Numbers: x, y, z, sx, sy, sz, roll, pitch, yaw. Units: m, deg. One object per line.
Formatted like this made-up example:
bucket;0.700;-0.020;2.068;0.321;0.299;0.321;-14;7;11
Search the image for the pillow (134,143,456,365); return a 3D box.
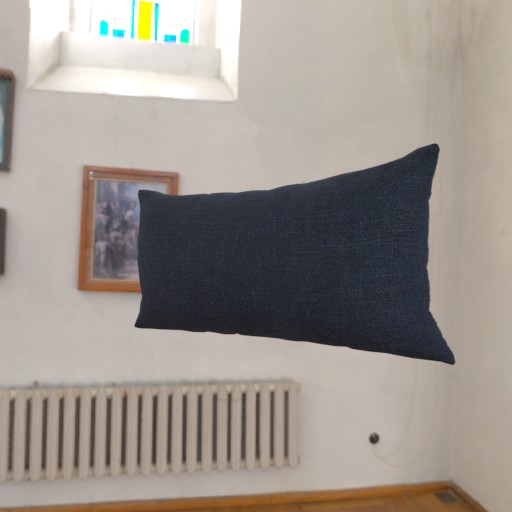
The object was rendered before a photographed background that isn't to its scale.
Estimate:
pillow;0.000;0.000;0.756;0.631;0.292;0.148;-1;-2;36
